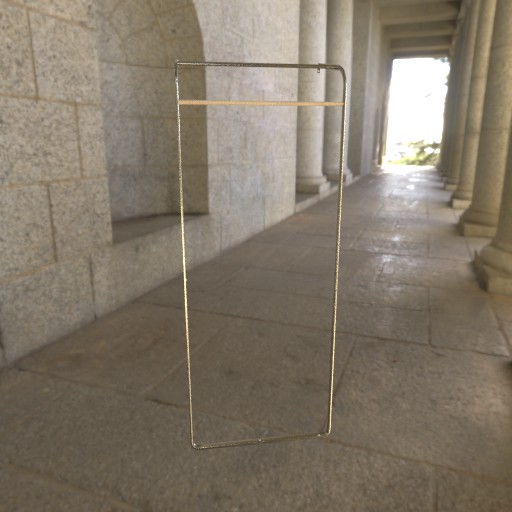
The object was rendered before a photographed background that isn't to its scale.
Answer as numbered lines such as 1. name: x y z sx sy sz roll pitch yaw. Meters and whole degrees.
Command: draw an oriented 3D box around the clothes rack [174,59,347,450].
1. clothes rack: 0.000 0.000 1.866 0.609 1.574 0.349 -2 15 -8
